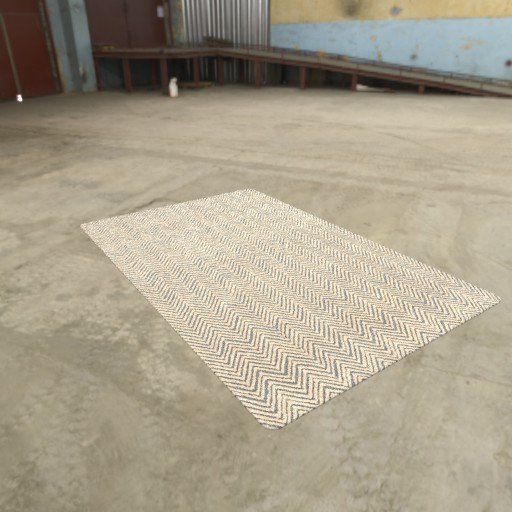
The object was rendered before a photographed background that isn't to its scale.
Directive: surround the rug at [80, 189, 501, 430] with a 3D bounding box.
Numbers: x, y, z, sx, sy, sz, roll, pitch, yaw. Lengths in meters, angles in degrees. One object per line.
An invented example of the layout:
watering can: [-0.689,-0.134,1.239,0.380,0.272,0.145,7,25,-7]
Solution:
rug: [0.000,0.000,2.079,1.144,0.008,1.752,-17,31,-31]
